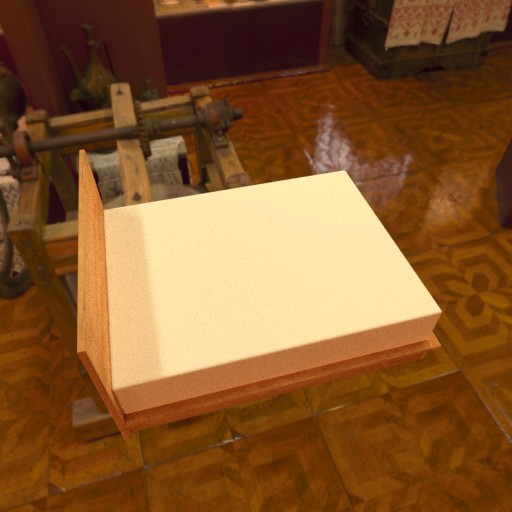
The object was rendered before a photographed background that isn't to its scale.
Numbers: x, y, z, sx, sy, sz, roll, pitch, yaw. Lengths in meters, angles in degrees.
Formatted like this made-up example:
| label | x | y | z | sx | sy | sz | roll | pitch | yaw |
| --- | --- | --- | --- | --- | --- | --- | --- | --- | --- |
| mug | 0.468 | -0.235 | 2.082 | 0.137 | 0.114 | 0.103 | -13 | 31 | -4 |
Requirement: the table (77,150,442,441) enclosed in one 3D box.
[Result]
| label | x | y | z | sx | sy | sz | roll | pitch | yaw |
| --- | --- | --- | --- | --- | --- | --- | --- | --- | --- |
| table | 0.000 | 0.000 | 3.154 | 2.149 | 1.041 | 1.707 | -11 | 47 | -10 |
